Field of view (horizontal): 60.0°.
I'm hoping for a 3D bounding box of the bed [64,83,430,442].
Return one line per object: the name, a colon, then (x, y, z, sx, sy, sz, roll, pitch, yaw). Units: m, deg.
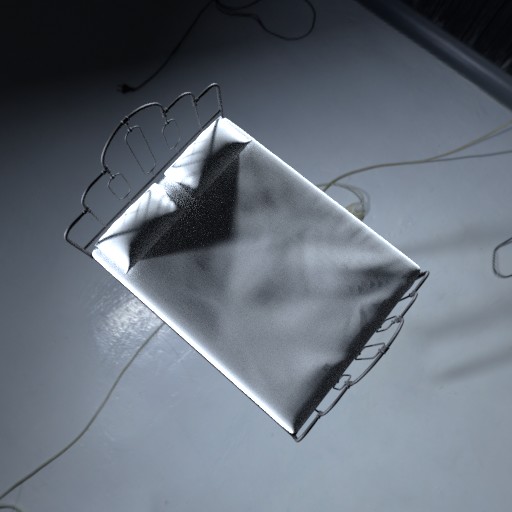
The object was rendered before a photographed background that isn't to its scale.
bed: (0.000, 0.000, 3.253, 2.163, 1.429, 1.640, 39, 79, 9)
